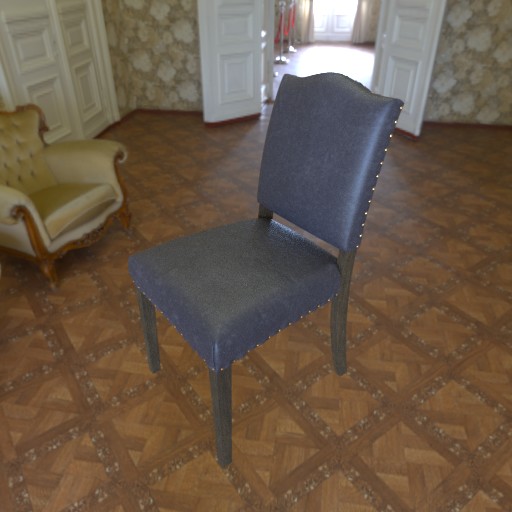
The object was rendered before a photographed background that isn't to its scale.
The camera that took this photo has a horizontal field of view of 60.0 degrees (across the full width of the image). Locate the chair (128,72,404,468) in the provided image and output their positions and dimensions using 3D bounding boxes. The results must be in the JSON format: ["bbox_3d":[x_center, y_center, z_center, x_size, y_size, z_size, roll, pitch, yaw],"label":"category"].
[{"bbox_3d":[0.000,0.000,1.348,0.633,0.991,0.500,-22,39,-31],"label":"chair"}]
